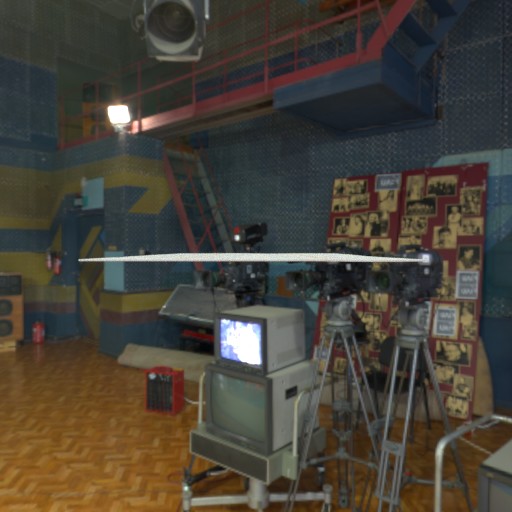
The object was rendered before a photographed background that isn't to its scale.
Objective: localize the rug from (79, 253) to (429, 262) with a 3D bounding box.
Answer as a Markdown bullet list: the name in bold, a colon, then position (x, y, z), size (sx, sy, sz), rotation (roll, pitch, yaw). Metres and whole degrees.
- **rug**: position (0.000, 0.000, 3.144), size (1.527, 0.016, 2.442), rotation (0, 1, 1)
